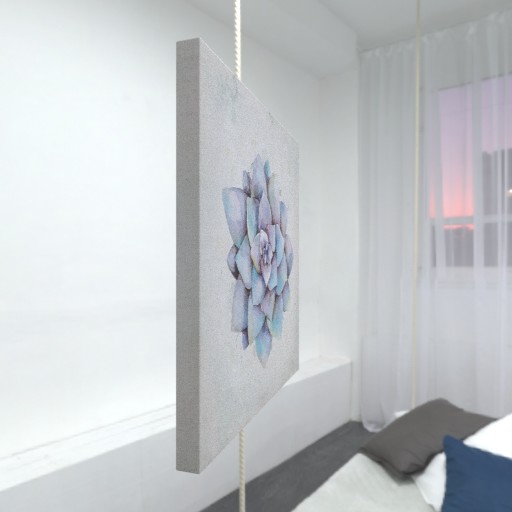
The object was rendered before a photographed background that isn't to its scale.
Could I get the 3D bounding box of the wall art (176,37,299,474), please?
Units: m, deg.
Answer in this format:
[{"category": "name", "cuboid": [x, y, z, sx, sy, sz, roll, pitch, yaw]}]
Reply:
[{"category": "wall art", "cuboid": [0.000, 0.000, 0.915, 0.040, 0.612, 0.612, 0, 0, 19]}]
